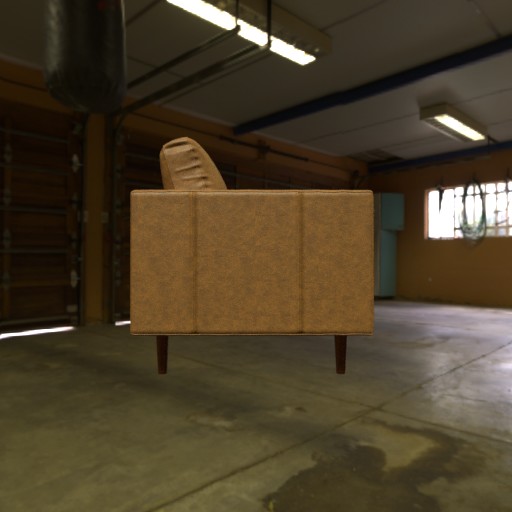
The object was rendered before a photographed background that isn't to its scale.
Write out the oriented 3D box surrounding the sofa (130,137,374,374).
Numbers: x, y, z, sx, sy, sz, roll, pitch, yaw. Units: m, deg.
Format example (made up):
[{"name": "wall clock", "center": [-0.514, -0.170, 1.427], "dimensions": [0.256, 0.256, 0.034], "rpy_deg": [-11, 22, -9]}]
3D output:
[{"name": "sofa", "center": [0.000, 0.000, 2.691], "dimensions": [0.903, 0.930, 2.231], "rpy_deg": [0, -1, 0]}]
